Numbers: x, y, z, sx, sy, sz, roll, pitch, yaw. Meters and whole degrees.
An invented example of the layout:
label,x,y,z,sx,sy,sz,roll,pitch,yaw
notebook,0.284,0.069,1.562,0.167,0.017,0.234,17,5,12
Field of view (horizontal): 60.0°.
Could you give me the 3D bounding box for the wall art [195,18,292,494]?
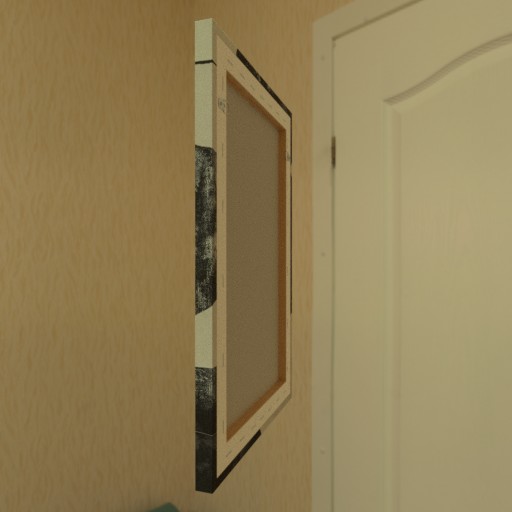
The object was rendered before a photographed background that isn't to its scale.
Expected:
label,x,y,z,sx,sy,sz,roll,pitch,yaw
wall art,0.000,0.000,1.145,0.041,0.915,0.610,0,0,19
